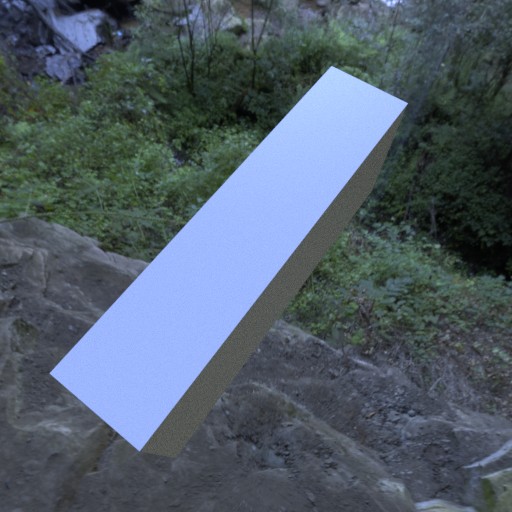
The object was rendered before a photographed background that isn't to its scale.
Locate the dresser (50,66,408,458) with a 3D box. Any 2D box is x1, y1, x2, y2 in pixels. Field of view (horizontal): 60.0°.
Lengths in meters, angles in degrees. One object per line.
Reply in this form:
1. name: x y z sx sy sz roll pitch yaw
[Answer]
1. dresser: 0.000 0.000 2.524 0.500 0.840 2.200 33 68 15
